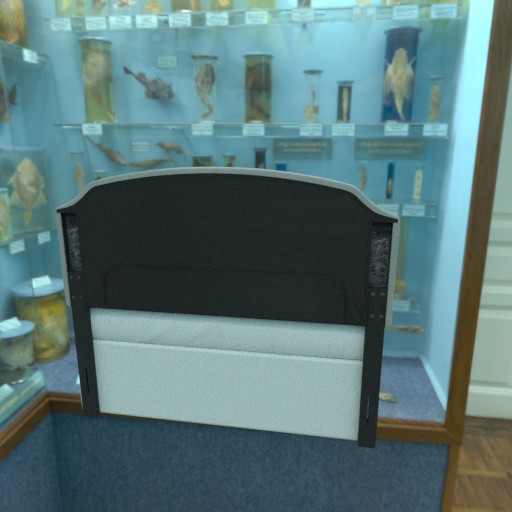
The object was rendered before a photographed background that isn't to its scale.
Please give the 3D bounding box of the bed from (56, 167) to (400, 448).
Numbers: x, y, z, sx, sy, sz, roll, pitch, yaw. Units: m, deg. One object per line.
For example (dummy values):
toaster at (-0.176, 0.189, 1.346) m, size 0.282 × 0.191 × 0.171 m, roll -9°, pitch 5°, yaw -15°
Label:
bed at (0.000, 0.000, 2.959) m, size 1.558 × 1.270 × 1.999 m, roll 3°, pitch 15°, yaw 10°
